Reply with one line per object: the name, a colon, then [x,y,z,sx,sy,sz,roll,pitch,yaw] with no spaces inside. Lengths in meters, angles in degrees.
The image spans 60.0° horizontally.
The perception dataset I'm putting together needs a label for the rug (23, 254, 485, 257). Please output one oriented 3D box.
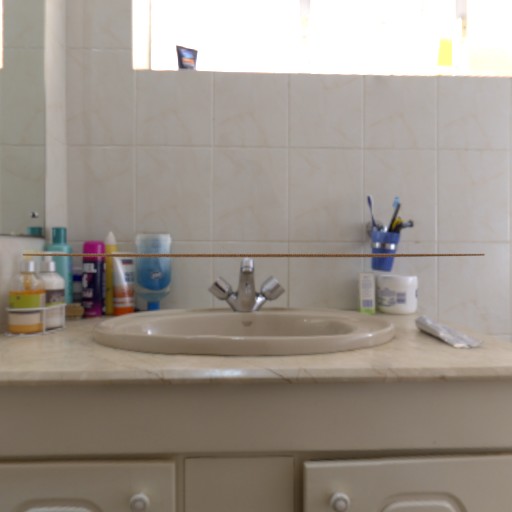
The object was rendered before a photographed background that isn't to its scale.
rug: [0.000,0.000,4.096,3.048,0.013,2.439,0,0,0]
